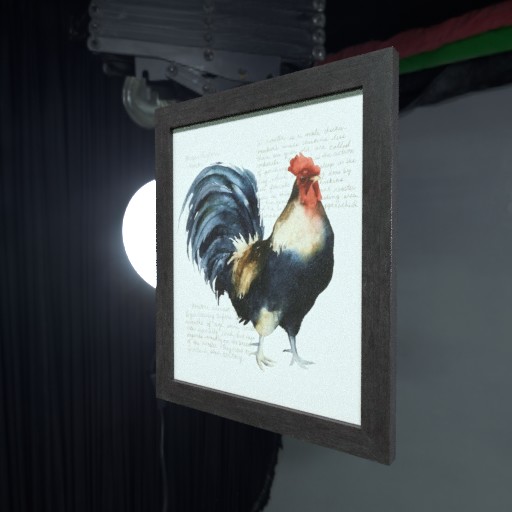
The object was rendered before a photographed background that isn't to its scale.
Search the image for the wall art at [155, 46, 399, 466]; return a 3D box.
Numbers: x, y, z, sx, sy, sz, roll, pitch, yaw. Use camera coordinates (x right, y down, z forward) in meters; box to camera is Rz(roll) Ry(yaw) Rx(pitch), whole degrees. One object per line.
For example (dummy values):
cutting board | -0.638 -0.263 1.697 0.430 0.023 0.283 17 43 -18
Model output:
wall art | 0.000 0.000 0.763 0.479 0.580 0.027 1 2 36
